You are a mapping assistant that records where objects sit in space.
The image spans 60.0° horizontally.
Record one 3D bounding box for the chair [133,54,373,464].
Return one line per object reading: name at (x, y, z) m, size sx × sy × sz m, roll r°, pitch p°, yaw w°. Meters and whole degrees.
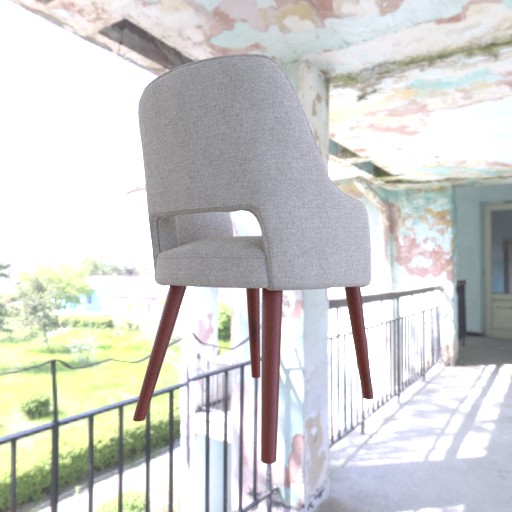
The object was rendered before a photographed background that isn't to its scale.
chair at (0.000, 0.000, 1.226) m, size 0.548 × 0.849 × 0.605 m, roll -1°, pitch -1°, yaw 36°
